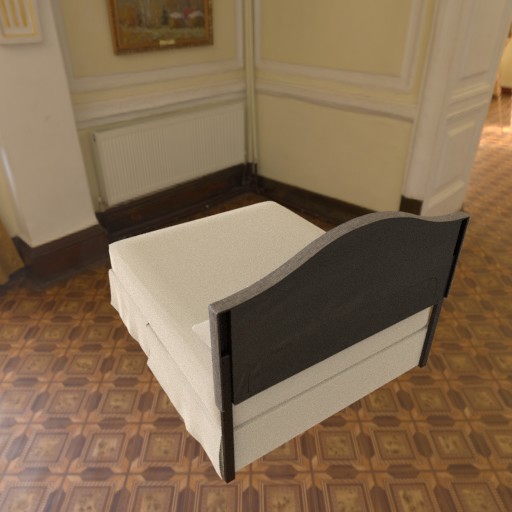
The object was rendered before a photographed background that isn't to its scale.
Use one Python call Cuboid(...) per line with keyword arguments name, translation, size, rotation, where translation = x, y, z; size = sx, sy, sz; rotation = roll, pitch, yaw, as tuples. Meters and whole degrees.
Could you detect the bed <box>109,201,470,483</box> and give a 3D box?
Cuboid(name="bed", translation=(0.000, 0.000, 2.952), size=(1.610, 1.295, 1.870), rotation=(-18, 35, -28))
